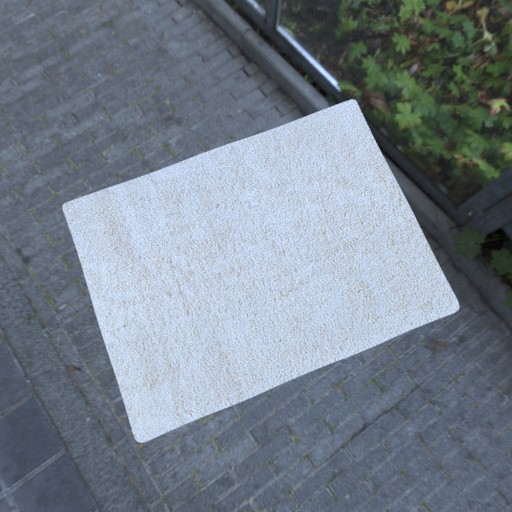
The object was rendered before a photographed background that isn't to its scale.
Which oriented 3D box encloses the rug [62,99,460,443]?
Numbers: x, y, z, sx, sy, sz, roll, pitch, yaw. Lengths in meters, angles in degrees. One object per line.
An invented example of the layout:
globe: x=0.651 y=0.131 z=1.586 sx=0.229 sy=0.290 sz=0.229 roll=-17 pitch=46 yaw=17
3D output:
rug: x=0.000 y=0.000 z=2.143 sx=1.600 sy=0.027 sz=1.200 roll=-21 pitch=77 yaw=-5
